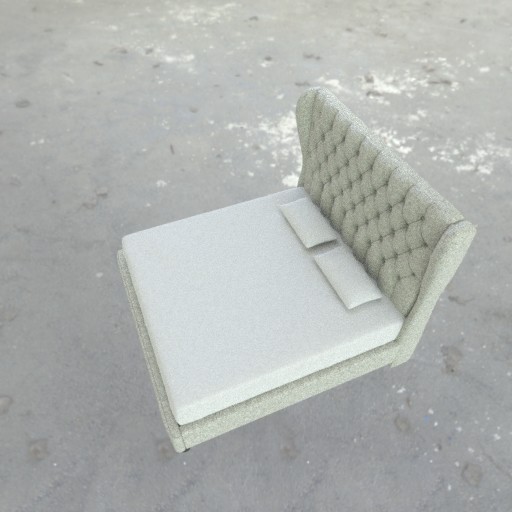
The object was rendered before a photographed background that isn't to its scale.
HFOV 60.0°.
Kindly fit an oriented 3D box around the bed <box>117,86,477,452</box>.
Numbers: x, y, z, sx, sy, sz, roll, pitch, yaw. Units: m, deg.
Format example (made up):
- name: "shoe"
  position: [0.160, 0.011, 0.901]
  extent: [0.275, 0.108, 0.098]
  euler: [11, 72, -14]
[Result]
- name: "bed"
  position: [0.000, 0.000, 3.955]
  extent: [2.347, 1.771, 2.219]
  euler: [-18, 51, -15]
